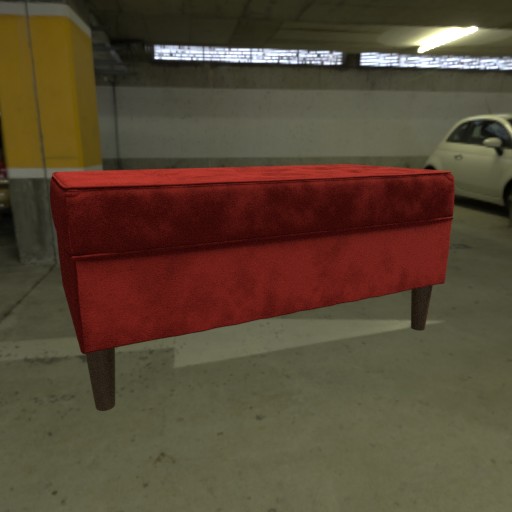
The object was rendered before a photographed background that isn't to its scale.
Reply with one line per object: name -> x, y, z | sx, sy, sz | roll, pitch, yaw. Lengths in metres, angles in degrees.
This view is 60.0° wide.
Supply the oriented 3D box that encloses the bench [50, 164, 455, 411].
bench -> 0.000, 0.000, 1.253 | 1.016, 0.471, 0.492 | -7, 16, -26
